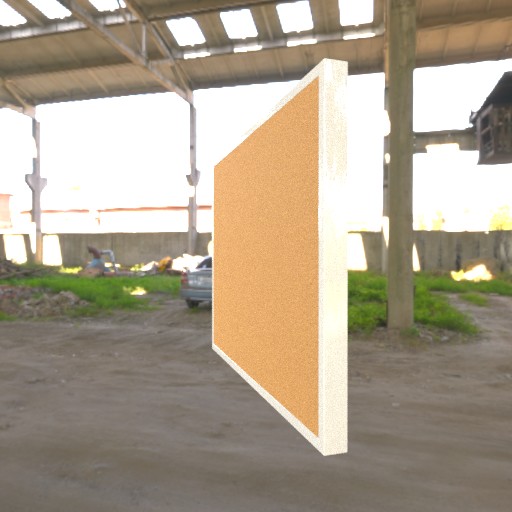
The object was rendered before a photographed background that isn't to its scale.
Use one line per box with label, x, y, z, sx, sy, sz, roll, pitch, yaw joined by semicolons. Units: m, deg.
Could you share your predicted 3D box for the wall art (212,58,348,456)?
wall art;0.000;0.000;1.381;0.053;0.787;1.041;0;0;-18
